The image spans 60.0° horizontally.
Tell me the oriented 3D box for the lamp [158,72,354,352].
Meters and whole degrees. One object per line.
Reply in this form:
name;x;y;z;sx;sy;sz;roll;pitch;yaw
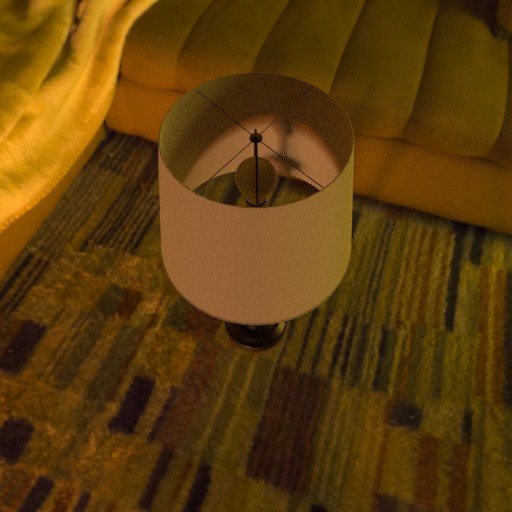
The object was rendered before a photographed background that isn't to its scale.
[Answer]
lamp;0.000;0.000;0.825;0.331;0.594;0.331;0;57;0
